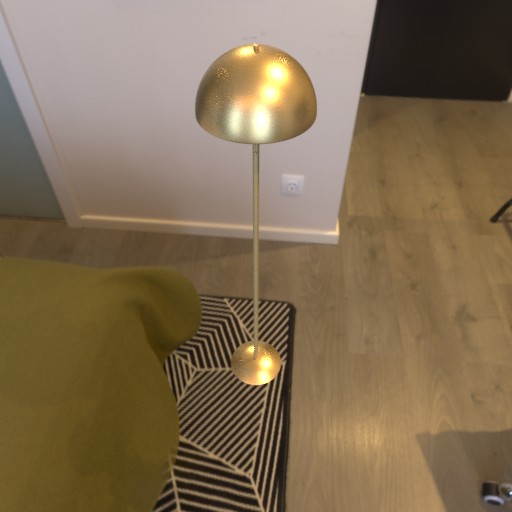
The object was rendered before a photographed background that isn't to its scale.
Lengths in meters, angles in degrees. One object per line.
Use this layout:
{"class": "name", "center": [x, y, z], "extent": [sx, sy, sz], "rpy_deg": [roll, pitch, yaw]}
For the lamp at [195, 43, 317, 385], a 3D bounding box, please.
{"class": "lamp", "center": [0.000, 0.000, 1.609], "extent": [0.328, 1.480, 0.328], "rpy_deg": [-18, 49, -17]}
